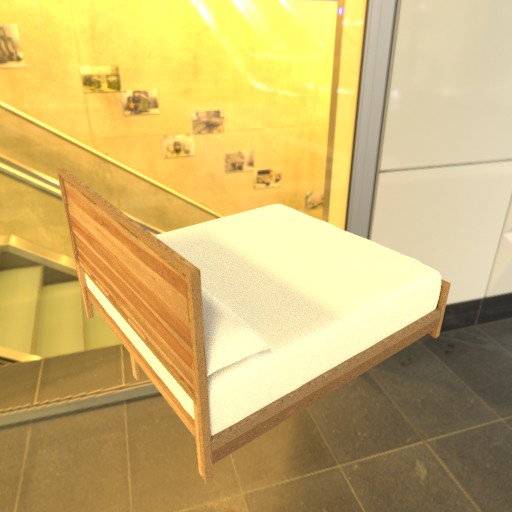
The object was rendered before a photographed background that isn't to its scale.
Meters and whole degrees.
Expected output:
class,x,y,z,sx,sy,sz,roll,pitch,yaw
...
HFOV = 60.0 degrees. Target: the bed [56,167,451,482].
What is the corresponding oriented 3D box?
class,x,y,z,sx,sy,sz,roll,pitch,yaw
bed,0.000,0.000,3.423,2.184,1.295,2.013,-18,32,-32
